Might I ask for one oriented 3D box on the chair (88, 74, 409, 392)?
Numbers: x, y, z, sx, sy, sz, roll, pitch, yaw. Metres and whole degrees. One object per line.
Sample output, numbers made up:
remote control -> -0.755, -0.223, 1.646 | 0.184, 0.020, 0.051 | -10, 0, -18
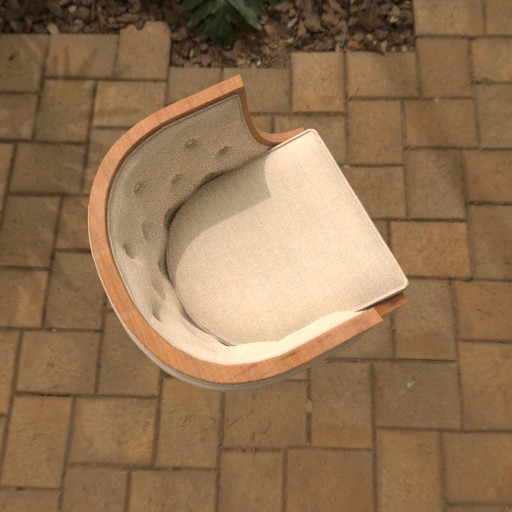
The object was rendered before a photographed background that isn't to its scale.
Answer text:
chair -> 0.000, 0.000, 1.373 | 0.757, 0.775, 0.711 | -27, 77, -7
